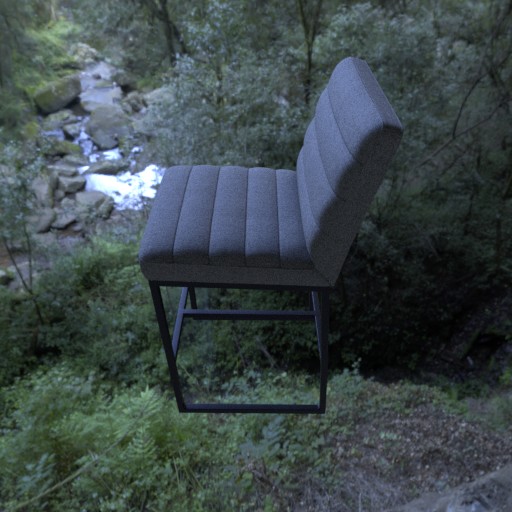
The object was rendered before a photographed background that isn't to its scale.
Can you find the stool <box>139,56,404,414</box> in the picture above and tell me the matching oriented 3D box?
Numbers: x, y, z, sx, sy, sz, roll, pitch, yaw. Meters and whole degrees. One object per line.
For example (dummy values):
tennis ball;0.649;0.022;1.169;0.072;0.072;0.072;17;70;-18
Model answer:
stool;0.000;0.000;1.335;0.571;1.034;0.459;0;40;0
